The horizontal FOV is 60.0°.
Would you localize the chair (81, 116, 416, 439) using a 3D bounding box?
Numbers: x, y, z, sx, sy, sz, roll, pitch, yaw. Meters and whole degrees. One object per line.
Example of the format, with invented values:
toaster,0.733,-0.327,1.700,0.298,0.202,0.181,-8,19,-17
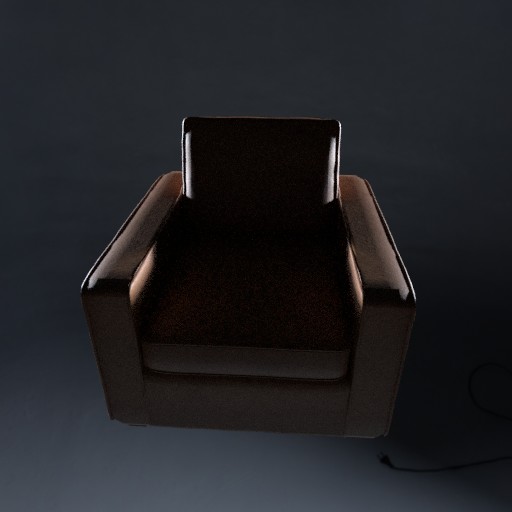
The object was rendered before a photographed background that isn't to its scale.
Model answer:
chair,0.000,0.000,1.697,0.987,0.901,1.027,0,30,1
